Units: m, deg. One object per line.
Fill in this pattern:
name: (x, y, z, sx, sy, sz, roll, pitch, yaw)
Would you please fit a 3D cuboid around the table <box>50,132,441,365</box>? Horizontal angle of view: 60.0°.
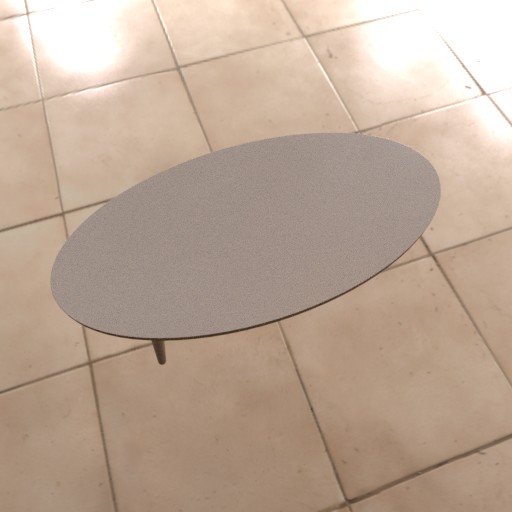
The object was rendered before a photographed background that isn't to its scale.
table: (0.000, 0.000, 1.356, 1.083, 0.390, 0.542, -18, 65, -9)
